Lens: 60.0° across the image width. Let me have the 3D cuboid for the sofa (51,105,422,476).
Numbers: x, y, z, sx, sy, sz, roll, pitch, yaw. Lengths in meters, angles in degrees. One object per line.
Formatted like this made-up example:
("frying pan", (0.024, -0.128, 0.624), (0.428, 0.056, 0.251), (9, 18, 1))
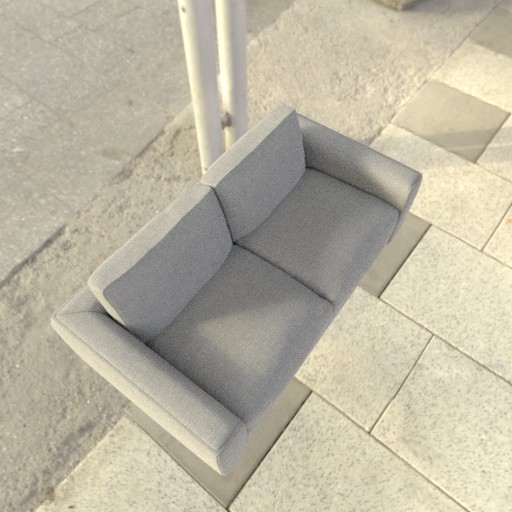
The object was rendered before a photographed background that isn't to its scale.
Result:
("sofa", (0.000, 0.000, 2.449), (1.069, 0.800, 1.920), (32, 63, 19))
